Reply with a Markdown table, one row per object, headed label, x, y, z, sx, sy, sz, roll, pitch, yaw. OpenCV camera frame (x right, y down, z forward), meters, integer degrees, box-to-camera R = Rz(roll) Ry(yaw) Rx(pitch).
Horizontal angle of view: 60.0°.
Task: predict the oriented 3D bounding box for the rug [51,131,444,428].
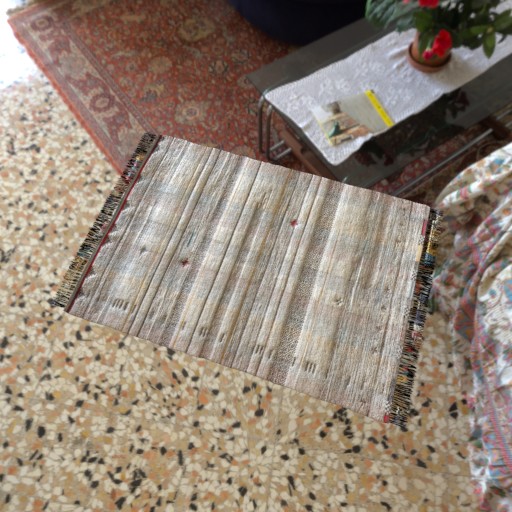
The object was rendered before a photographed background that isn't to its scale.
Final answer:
| label | x | y | z | sx | sy | sz | roll | pitch | yaw |
| --- | --- | --- | --- | --- | --- | --- | --- | --- | --- |
| rug | 0.000 | 0.000 | 2.364 | 1.848 | 0.012 | 1.217 | 17 | 66 | 8 |
